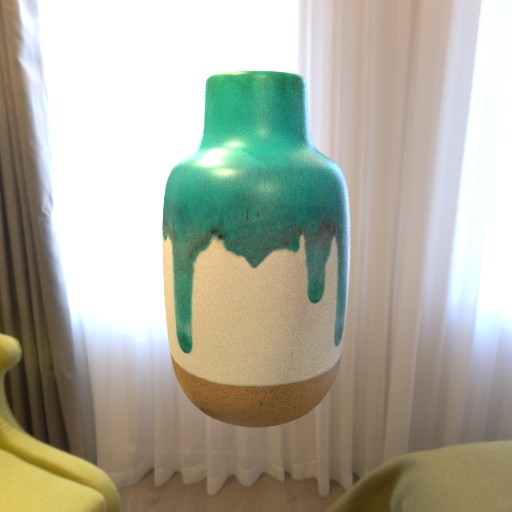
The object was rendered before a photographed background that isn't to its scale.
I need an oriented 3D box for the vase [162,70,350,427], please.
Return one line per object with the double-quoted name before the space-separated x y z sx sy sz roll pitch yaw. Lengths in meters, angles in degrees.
"vase" 0.000 0.000 0.255 0.106 0.192 0.106 0 14 0
